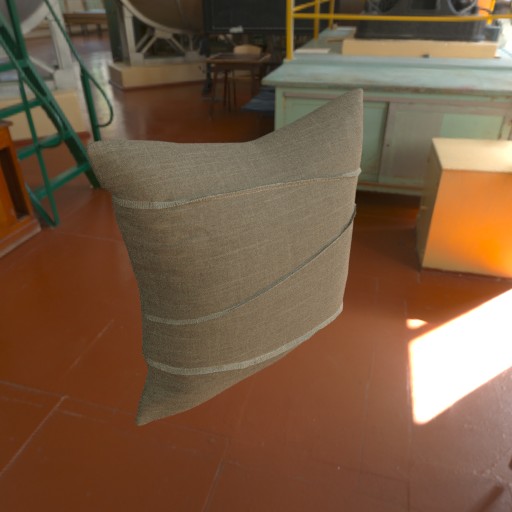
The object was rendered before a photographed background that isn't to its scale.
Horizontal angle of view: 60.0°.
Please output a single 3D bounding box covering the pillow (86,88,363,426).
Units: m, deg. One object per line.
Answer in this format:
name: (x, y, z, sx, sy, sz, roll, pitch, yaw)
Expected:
pillow: (0.000, 0.000, 0.623, 0.424, 0.400, 0.169, -24, 39, -33)
